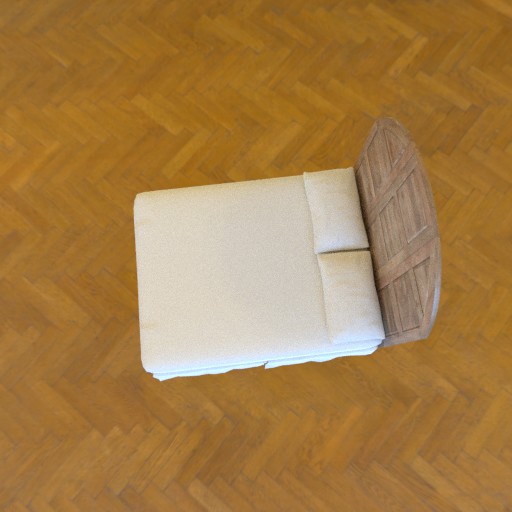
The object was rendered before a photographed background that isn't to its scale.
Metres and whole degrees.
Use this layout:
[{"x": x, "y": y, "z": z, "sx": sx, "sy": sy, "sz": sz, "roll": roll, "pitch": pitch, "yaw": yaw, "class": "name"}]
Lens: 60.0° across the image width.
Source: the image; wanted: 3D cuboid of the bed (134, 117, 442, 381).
[{"x": 0.000, "y": 0.000, "z": 3.501, "sx": 2.112, "sy": 2.002, "sz": 1.713, "roll": -6, "pitch": 75, "yaw": -2, "class": "bed"}]
